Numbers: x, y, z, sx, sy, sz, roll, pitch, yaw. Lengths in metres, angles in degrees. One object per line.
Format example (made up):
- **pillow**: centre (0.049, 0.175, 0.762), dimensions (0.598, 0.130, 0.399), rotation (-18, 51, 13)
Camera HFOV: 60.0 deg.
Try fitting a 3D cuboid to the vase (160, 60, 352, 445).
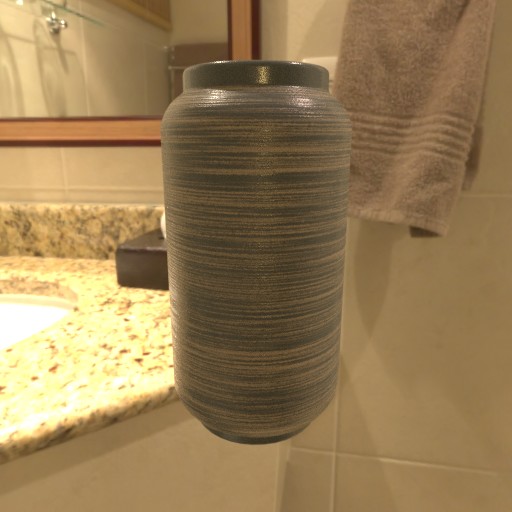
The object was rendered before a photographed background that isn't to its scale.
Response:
- **vase**: centre (0.000, 0.000, 0.296), dimensions (0.116, 0.230, 0.116), rotation (0, 15, 0)
